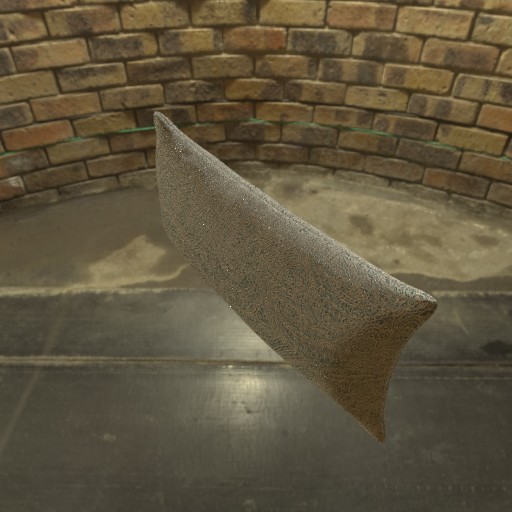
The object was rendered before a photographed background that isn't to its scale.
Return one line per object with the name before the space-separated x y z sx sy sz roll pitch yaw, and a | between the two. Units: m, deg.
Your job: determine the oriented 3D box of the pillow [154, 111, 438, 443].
pillow | 0.000 0.000 0.734 0.151 0.295 0.615 -27 47 -28
